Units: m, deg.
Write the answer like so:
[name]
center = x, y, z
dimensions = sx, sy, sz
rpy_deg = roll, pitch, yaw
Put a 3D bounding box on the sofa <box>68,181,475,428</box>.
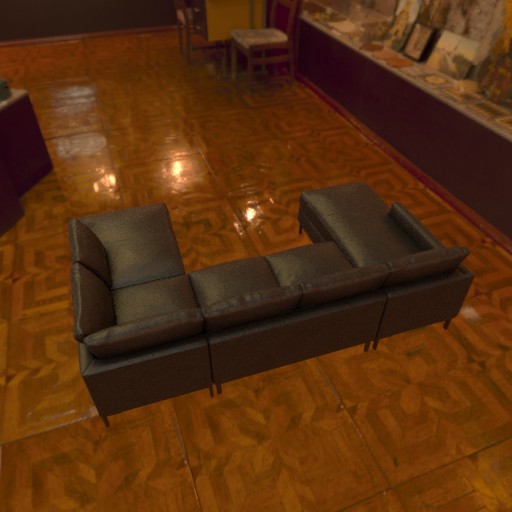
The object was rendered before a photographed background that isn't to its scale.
[sofa]
center = 0.000, 0.000, 3.885
dimensions = 2.956, 0.900, 1.939
rpy_deg = -12, 43, -14
